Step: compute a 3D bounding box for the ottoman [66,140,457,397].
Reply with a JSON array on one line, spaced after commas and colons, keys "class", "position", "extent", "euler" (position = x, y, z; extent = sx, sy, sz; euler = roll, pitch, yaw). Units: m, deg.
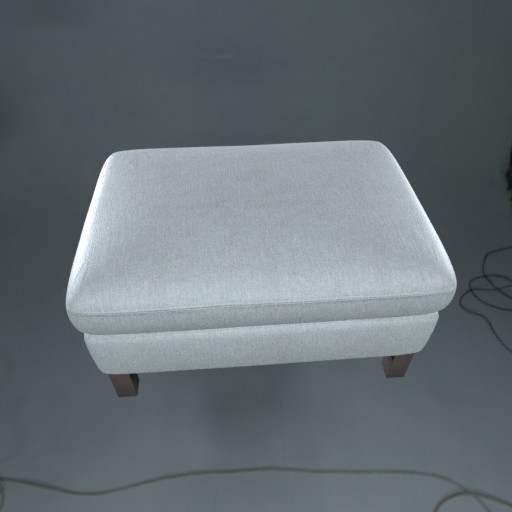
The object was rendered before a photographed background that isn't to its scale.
[{"class": "ottoman", "position": [0.000, 0.000, 1.057], "extent": [0.735, 0.404, 0.528], "euler": [-3, 45, -3]}]
